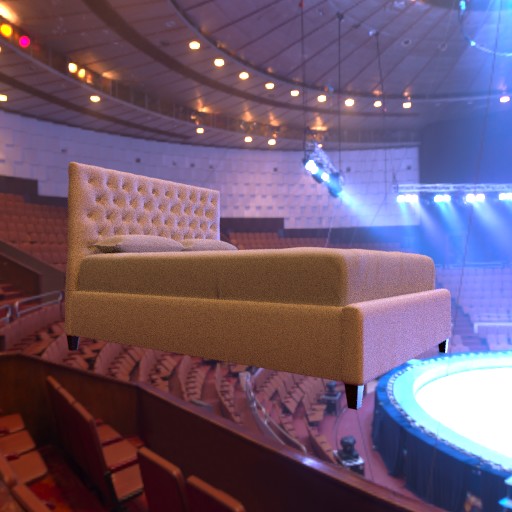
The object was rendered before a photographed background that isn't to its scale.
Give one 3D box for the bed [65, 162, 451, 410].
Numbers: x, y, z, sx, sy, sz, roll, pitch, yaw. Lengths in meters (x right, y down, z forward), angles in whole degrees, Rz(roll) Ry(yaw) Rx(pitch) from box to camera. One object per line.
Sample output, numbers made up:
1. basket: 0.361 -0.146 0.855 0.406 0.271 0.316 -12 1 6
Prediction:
1. bed: 0.000 0.000 3.338 2.387 1.427 1.698 -1 -1 36
